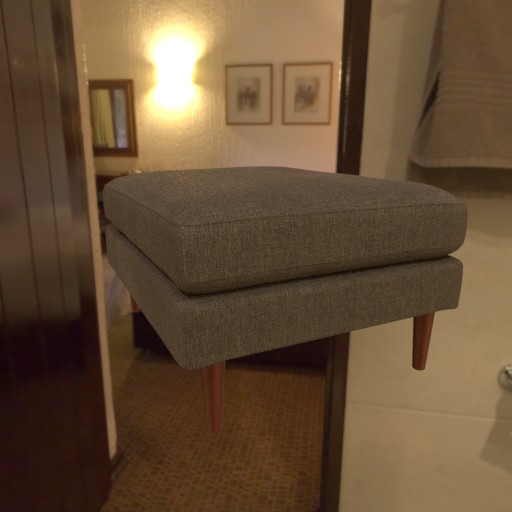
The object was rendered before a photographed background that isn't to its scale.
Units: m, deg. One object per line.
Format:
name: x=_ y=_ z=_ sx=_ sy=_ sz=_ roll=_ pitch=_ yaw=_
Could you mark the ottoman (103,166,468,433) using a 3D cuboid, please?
ottoman: x=0.000 y=0.000 z=1.238 sx=0.693 sy=0.474 sz=0.821 roll=-7 pitch=16 yaw=-26
